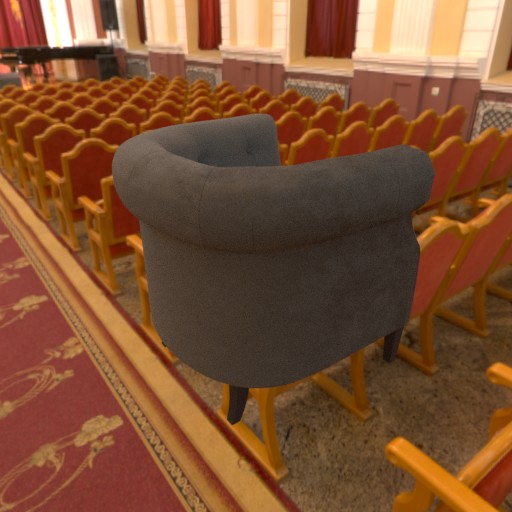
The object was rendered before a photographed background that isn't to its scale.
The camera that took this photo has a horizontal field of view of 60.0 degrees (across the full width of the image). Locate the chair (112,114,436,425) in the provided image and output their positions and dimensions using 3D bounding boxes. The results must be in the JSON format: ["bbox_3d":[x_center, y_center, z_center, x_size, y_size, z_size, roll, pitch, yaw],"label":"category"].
[{"bbox_3d":[0.000,0.000,1.551,0.851,0.826,0.904,-18,32,-32],"label":"chair"}]
